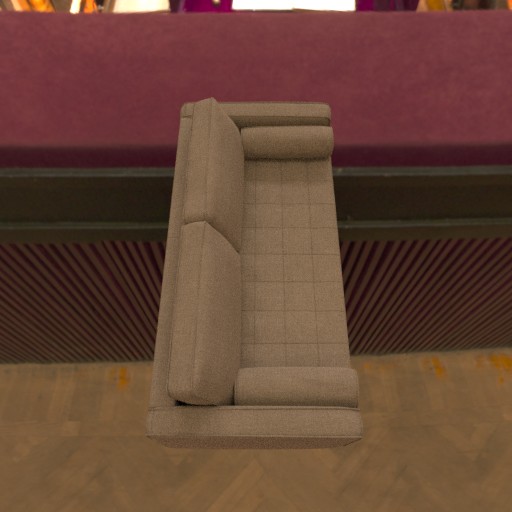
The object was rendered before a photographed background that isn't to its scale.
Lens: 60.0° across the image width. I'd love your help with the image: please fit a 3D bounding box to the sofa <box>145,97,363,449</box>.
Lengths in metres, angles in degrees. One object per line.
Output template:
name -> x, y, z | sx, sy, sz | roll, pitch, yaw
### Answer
sofa -> 0.000, 0.000, 2.372 | 0.914, 0.762, 1.879 | 0, 62, 0
